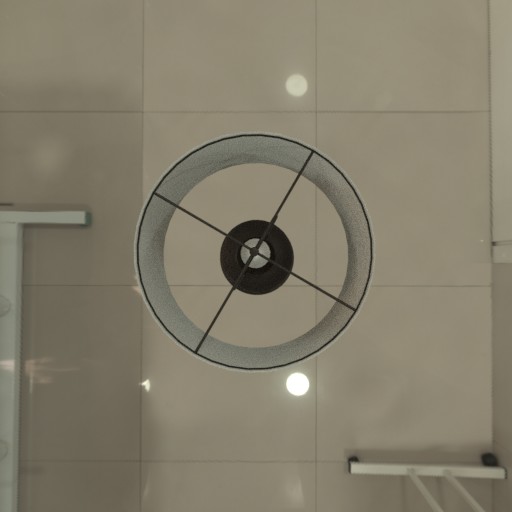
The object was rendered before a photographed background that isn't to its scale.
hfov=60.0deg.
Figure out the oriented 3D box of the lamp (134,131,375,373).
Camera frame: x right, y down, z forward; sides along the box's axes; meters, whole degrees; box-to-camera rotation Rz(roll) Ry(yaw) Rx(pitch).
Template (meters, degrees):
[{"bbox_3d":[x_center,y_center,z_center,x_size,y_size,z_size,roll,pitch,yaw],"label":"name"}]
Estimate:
[{"bbox_3d":[0.000,0.000,0.657,0.251,0.509,0.251,0,89,0],"label":"lamp"}]
